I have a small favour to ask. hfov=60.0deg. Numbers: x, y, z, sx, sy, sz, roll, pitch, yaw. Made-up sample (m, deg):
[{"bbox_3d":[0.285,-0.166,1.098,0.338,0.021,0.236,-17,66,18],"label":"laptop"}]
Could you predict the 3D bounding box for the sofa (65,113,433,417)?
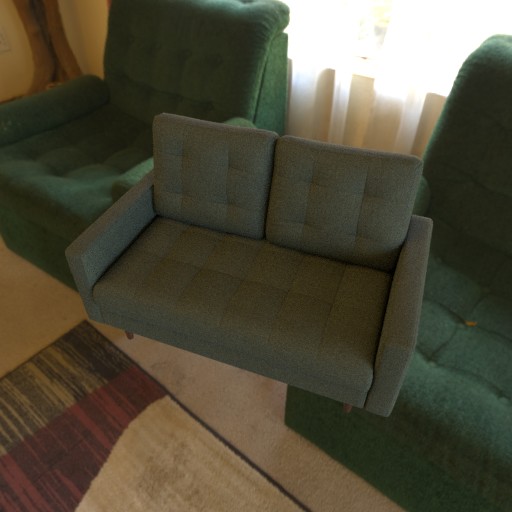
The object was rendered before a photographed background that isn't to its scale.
[{"bbox_3d":[0.000,0.000,1.973,1.407,0.907,0.842,14,43,16],"label":"sofa"}]
